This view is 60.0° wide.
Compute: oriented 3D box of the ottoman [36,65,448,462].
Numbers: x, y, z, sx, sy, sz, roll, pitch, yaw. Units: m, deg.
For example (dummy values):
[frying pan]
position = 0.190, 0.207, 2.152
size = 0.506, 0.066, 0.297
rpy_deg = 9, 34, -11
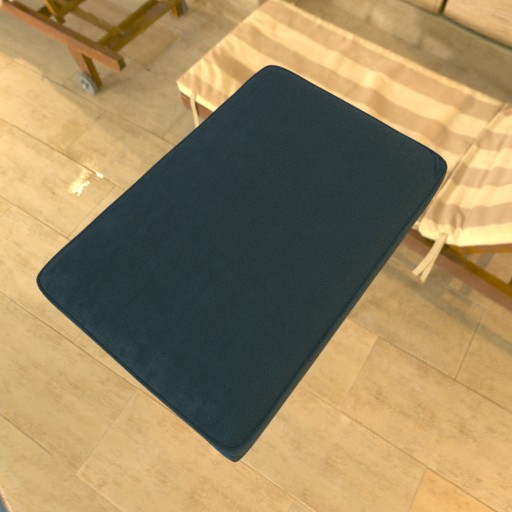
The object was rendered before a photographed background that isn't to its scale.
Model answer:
[ottoman]
position = 0.000, 0.000, 1.194
size = 0.583, 0.484, 0.862
rpy_deg = 35, 69, 16
